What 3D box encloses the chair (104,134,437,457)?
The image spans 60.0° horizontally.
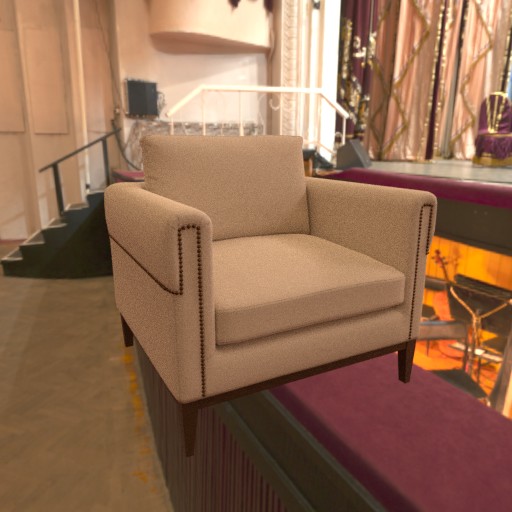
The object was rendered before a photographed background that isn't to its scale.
[{"bbox_3d":[0.000,0.000,1.722,0.982,0.915,0.896,-8,16,-27],"label":"chair"}]
